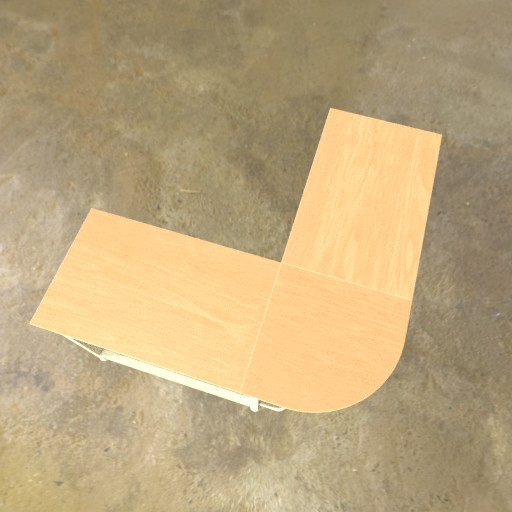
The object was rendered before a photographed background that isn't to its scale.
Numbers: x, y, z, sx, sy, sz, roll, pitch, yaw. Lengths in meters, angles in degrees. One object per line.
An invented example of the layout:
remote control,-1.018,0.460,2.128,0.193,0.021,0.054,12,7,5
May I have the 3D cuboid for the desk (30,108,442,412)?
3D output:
desk,0.000,0.000,2.252,1.400,0.762,1.400,16,67,7
